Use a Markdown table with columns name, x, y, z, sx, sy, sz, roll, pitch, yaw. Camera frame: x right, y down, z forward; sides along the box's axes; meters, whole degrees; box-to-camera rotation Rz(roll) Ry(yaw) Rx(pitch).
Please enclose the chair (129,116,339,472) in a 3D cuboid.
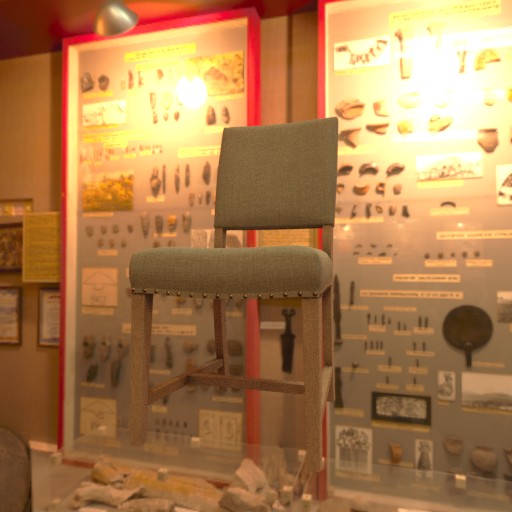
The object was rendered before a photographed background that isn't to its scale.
| name | x | y | z | sx | sy | sz | roll | pitch | yaw |
| --- | --- | --- | --- | --- | --- | --- | --- | --- | --- |
| chair | 0.000 | 0.000 | 1.366 | 0.508 | 0.986 | 0.622 | 0 | -1 | 18 |
